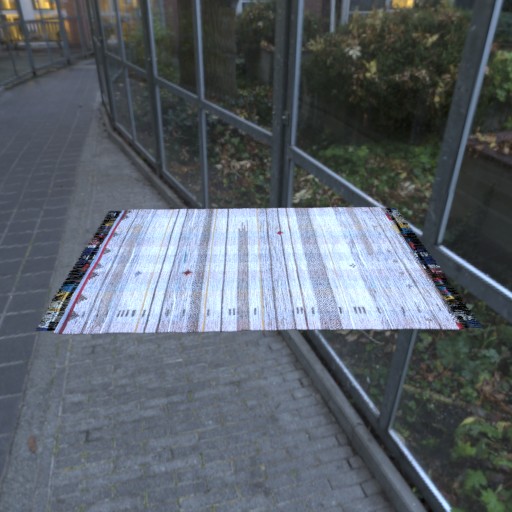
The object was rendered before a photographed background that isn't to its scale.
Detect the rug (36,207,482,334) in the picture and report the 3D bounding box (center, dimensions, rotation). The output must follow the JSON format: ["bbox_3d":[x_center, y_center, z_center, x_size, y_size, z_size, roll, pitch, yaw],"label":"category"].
[{"bbox_3d":[0.000,0.000,2.308,1.848,0.012,1.217,-1,30,-1],"label":"rug"}]
